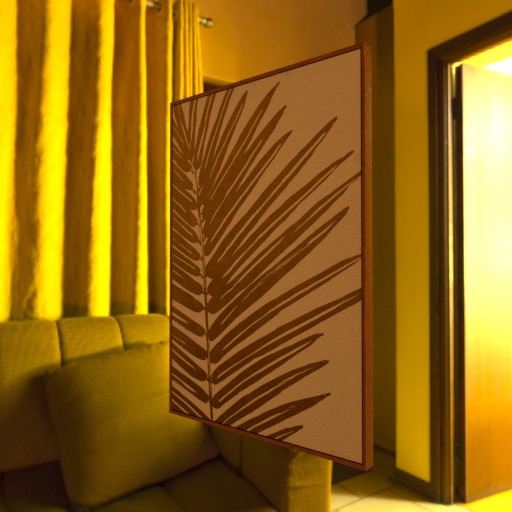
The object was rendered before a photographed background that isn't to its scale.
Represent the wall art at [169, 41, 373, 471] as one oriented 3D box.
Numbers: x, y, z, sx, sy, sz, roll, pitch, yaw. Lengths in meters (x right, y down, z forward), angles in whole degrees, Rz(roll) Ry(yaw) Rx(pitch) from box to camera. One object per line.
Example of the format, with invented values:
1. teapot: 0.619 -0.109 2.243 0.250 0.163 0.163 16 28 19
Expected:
1. wall art: 0.000 0.000 1.139 0.610 0.914 0.037 -1 -1 37
